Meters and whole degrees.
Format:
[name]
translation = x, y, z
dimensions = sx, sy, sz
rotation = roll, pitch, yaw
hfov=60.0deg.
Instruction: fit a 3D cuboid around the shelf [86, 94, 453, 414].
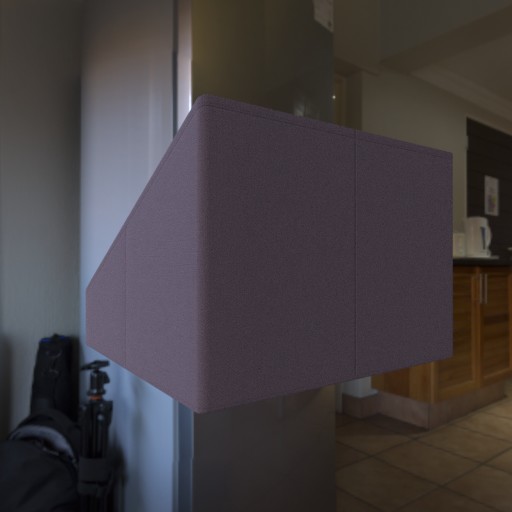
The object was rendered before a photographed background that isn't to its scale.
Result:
[shelf]
translation = 0.000, 0.000, 0.488
dimensions = 0.292, 0.210, 0.292
rotation = 0, 0, -35
